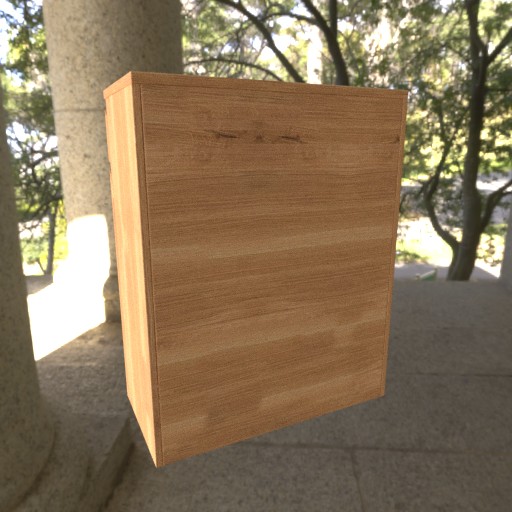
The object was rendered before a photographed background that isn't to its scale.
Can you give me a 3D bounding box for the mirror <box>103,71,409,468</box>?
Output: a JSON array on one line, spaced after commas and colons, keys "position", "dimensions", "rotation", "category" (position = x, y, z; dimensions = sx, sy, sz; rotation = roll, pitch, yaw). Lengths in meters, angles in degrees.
[{"position": [0.000, 0.000, 1.419], "dimensions": [0.800, 1.000, 0.400], "rotation": [-7, 16, -26], "category": "mirror"}]
